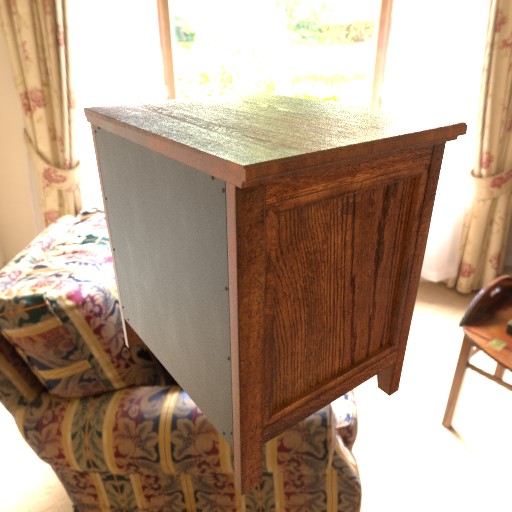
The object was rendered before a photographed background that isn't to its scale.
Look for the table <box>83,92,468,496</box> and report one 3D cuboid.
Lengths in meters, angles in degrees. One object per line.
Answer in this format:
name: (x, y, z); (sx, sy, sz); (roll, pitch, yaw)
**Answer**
table: (0.000, 0.000, 0.964); (0.461, 0.597, 0.586); (-18, 32, -32)
